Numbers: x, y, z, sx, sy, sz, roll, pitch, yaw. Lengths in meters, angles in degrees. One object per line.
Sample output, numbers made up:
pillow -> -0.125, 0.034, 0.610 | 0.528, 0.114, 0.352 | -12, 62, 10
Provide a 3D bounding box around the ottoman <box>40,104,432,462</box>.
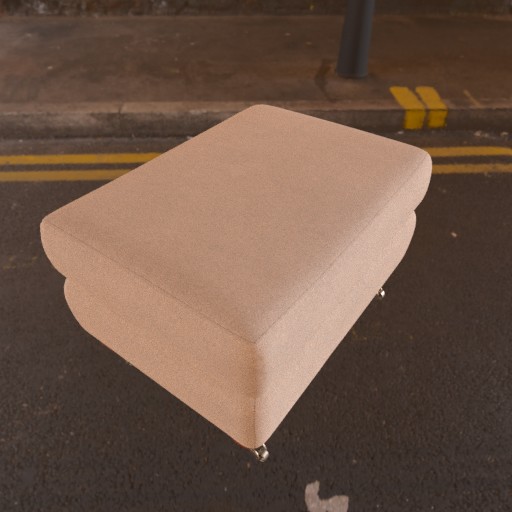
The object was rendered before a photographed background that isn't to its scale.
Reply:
ottoman -> 0.000, 0.000, 1.116 | 0.569, 0.499, 0.773 | 26, 47, 27
